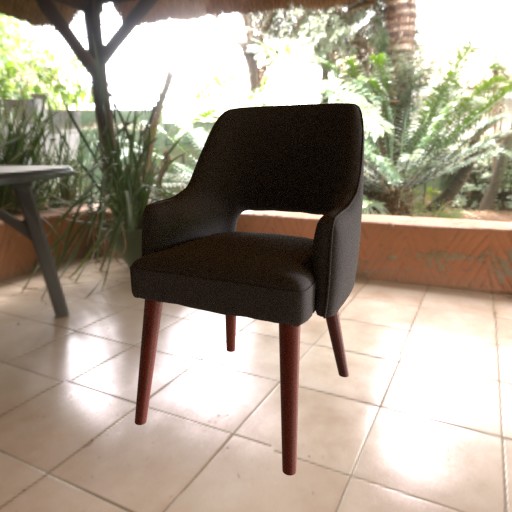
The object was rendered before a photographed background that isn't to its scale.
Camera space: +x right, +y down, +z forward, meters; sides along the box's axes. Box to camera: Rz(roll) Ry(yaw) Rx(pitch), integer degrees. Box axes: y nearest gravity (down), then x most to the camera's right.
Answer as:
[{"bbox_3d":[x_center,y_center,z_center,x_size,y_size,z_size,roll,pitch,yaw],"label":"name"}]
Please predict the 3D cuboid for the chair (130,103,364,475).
[{"bbox_3d":[0.000,0.000,1.223,0.559,0.838,0.560,6,15,25],"label":"chair"}]
